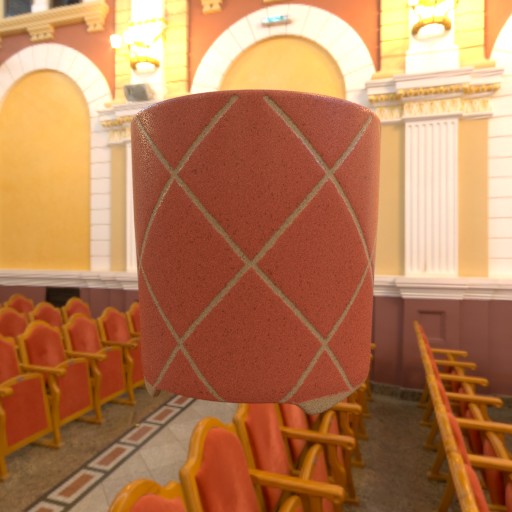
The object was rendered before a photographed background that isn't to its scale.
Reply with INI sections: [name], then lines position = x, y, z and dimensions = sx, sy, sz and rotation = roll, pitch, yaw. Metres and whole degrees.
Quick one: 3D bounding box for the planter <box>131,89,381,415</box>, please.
[planter]
position = 0.000, 0.000, 0.419
dimensions = 0.227, 0.235, 0.227
rotation = 0, 1, 0
